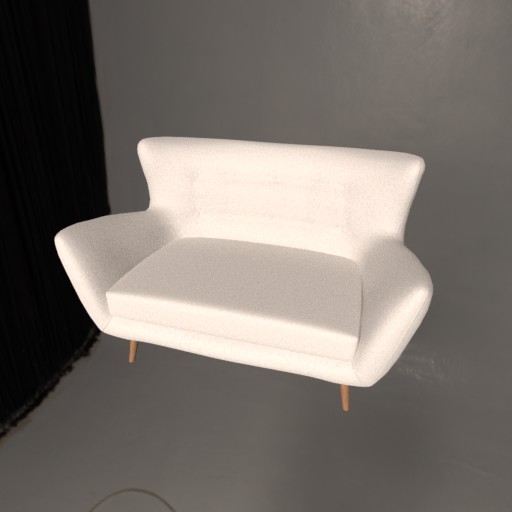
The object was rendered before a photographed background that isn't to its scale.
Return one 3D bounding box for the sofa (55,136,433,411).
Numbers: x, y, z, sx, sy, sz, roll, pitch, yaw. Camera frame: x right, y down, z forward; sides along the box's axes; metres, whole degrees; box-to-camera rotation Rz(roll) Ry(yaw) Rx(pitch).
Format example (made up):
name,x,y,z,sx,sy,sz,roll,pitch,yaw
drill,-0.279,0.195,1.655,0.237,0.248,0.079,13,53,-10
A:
name,x,y,z,sx,sy,sz,roll,pitch,yaw
sofa,0.000,0.000,1.992,1.424,0.878,0.921,8,28,16
